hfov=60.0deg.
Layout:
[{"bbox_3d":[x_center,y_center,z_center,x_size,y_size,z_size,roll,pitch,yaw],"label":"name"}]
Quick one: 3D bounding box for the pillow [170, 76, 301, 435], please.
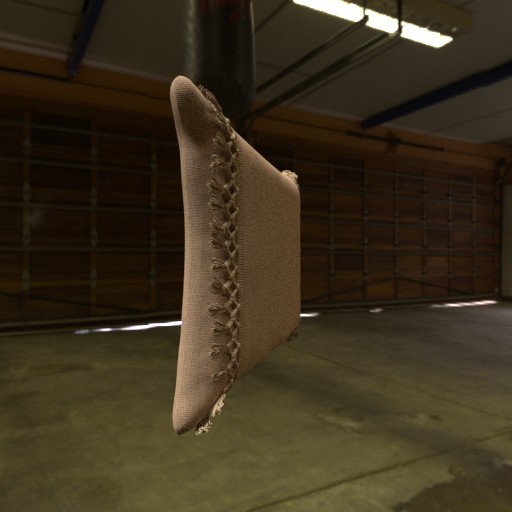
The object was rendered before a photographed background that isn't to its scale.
[{"bbox_3d":[0.000,0.000,0.585,0.084,0.305,0.466,0,0,16],"label":"pillow"}]
